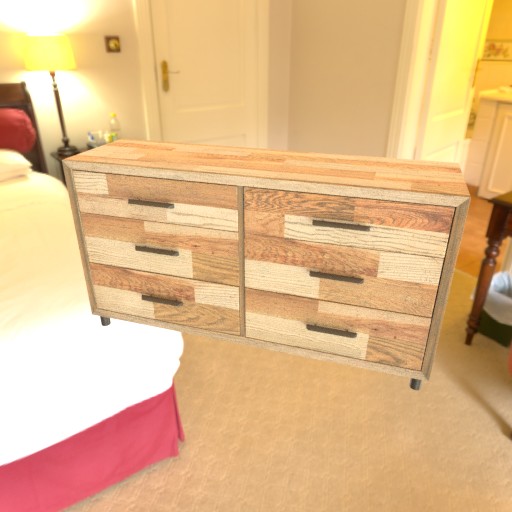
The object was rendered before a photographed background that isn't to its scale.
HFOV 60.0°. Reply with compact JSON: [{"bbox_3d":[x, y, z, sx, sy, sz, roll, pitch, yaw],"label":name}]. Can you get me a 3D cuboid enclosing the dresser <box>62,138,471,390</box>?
[{"bbox_3d":[0.000,0.000,1.961,1.547,0.834,0.487,8,28,16],"label":"dresser"}]
